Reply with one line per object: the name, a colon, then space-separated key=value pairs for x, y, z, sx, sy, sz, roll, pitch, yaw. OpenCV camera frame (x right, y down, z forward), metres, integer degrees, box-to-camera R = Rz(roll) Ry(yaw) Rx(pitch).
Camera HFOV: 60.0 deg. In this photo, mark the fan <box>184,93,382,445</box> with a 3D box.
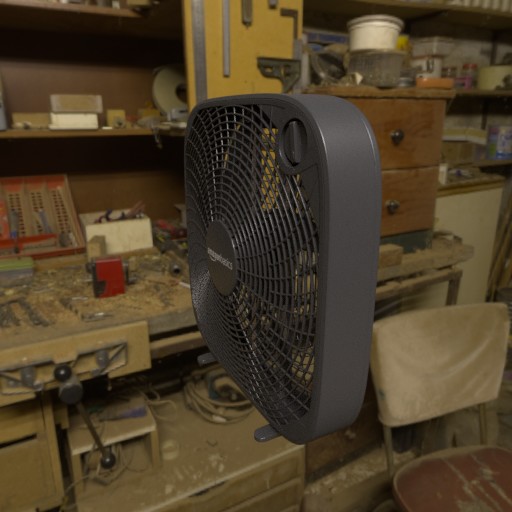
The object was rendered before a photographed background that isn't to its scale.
fan: x=0.000 y=0.000 z=0.784 sx=0.142 sy=0.533 sz=0.526 roll=-9 pitch=19 yaw=-26
